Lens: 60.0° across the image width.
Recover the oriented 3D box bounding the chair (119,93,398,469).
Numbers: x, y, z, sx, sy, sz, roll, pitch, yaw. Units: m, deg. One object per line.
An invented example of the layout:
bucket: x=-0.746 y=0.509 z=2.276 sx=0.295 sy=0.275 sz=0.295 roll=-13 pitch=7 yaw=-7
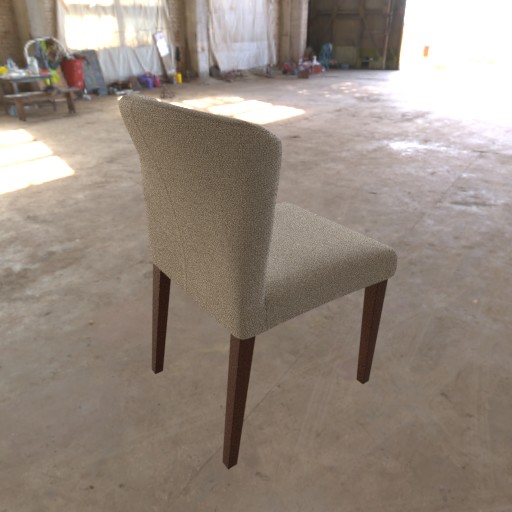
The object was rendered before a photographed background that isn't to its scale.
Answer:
chair: x=0.000 y=0.000 z=1.174 sx=0.589 sy=0.839 sz=0.491 roll=-18 pitch=32 yaw=-32
